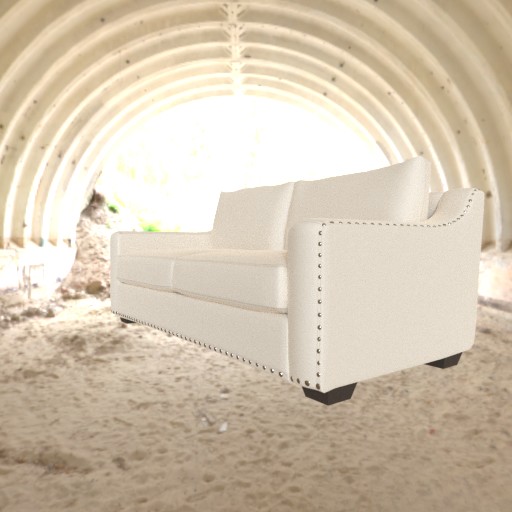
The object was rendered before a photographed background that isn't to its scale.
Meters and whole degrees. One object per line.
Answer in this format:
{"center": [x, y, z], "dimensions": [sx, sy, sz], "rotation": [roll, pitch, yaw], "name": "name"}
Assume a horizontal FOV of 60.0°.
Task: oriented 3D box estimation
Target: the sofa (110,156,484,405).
{"center": [0.000, 0.000, 2.228], "dimensions": [0.949, 0.830, 1.812], "rotation": [-1, 2, -36], "name": "sofa"}
